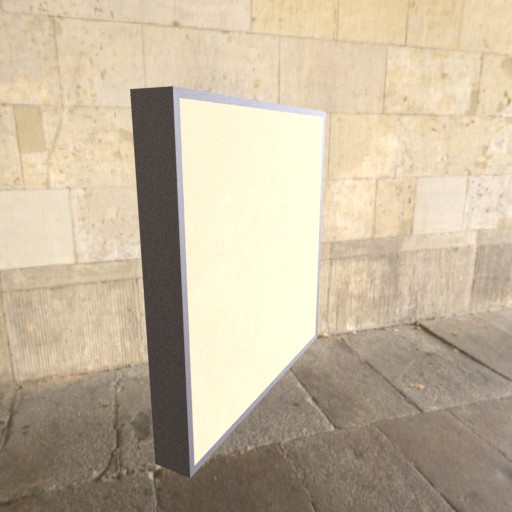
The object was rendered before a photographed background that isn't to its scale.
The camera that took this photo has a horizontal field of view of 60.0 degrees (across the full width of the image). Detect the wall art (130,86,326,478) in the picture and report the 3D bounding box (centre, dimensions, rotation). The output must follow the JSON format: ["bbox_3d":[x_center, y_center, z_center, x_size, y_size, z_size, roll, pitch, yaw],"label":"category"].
[{"bbox_3d":[0.000,0.000,0.461,0.036,0.300,0.302,7,16,27],"label":"wall art"}]
